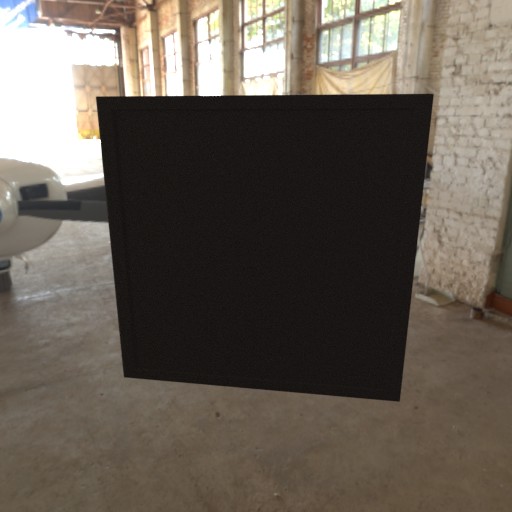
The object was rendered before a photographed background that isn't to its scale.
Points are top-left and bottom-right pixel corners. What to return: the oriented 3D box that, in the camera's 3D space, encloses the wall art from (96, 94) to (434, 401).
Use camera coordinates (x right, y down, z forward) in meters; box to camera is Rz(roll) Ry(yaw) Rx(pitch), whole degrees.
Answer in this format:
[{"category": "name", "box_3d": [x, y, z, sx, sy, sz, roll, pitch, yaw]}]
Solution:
[{"category": "wall art", "box_3d": [0.000, 0.000, 0.818, 0.562, 0.558, 0.012, 3, 17, 8]}]
